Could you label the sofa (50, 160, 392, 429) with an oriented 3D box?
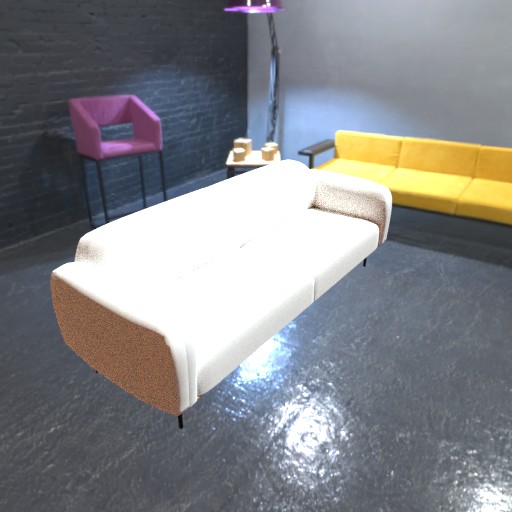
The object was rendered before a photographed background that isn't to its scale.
[{"bbox_3d":[0.000,0.000,2.728,0.870,0.780,2.280,18,32,32],"label":"sofa"}]
